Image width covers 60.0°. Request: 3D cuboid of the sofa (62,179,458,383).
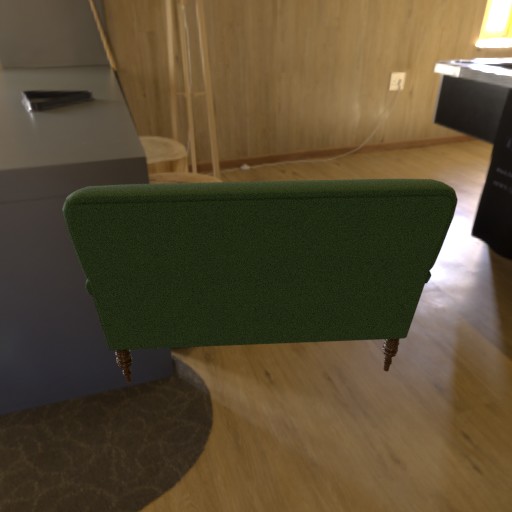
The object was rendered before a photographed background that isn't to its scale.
[{"bbox_3d":[0.000,0.000,1.838,1.297,0.889,0.779,-2,30,-3],"label":"sofa"}]
